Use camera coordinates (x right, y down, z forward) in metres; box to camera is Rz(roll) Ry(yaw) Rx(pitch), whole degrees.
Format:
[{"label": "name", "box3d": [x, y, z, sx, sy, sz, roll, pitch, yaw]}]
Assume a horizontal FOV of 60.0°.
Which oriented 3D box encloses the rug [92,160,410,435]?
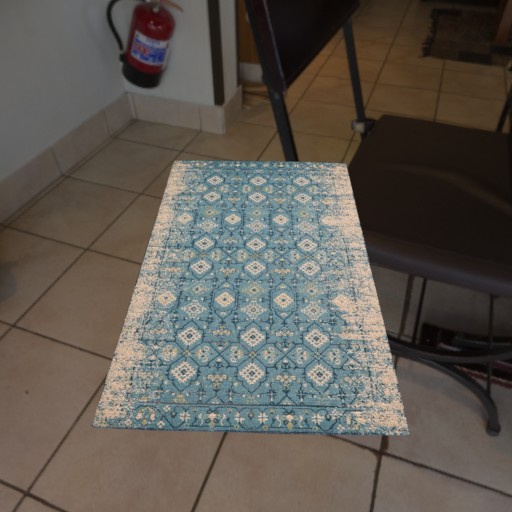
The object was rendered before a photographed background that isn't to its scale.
[{"label": "rug", "box3d": [0.000, 0.000, 2.182, 1.102, 0.008, 1.795, 1, 43, 1]}]
